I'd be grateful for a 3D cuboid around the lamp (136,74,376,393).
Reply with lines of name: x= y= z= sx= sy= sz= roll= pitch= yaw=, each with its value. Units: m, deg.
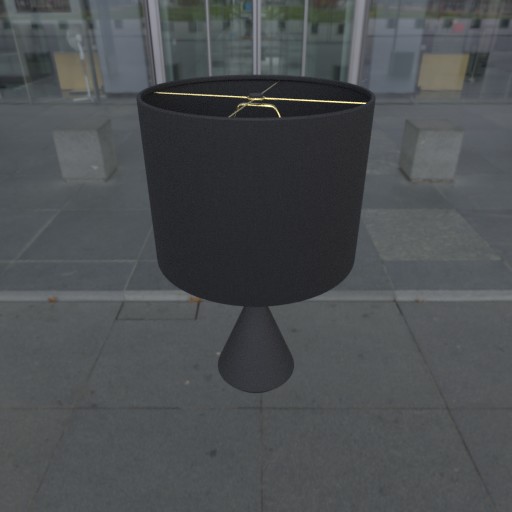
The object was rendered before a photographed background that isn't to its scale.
lamp: x=0.000 y=0.000 z=0.827 sx=0.359 sy=0.584 sz=0.359 roll=8 pitch=31 yaw=13
